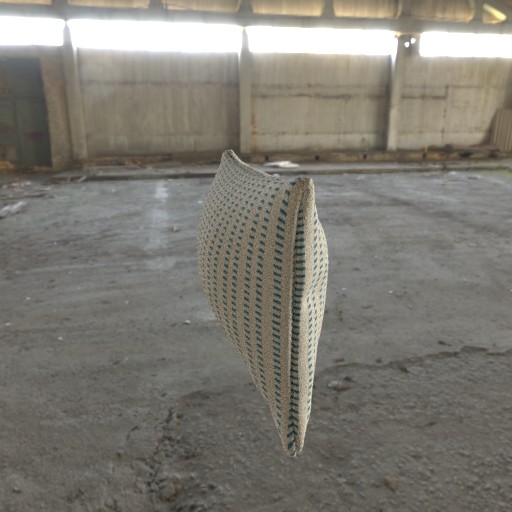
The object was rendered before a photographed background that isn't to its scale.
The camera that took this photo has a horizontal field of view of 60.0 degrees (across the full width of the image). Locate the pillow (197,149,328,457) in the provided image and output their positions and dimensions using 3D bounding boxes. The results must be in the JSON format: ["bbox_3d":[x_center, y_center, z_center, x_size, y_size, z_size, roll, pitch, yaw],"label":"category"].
[{"bbox_3d":[0.000,0.000,0.814,0.210,0.353,0.640,-3,17,-11],"label":"pillow"}]
